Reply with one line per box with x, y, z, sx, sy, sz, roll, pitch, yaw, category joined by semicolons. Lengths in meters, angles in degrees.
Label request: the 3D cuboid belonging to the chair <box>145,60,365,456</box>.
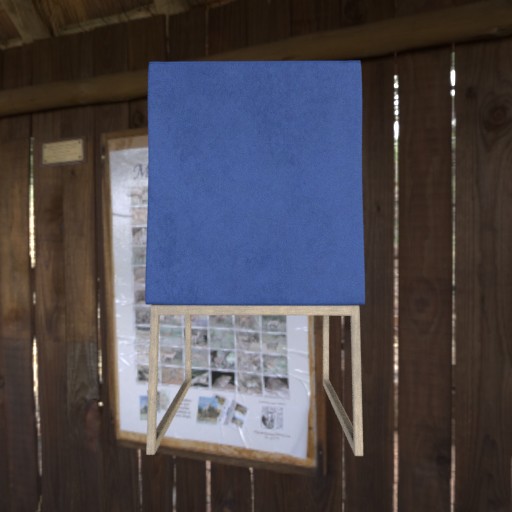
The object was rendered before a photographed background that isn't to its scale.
0.000;0.000;1.221;0.508;0.863;0.522;0;1;1;chair
